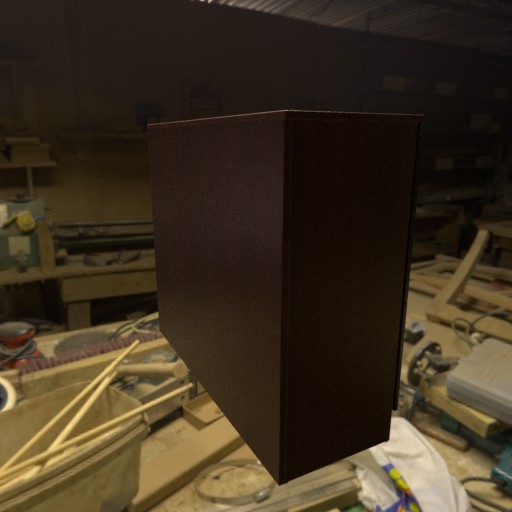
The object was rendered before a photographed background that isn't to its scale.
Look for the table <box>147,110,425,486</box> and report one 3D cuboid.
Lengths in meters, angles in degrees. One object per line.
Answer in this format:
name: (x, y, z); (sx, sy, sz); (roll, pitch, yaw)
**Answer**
table: (0.000, 0.000, 1.358); (0.380, 0.790, 0.930); (-8, 17, -27)
